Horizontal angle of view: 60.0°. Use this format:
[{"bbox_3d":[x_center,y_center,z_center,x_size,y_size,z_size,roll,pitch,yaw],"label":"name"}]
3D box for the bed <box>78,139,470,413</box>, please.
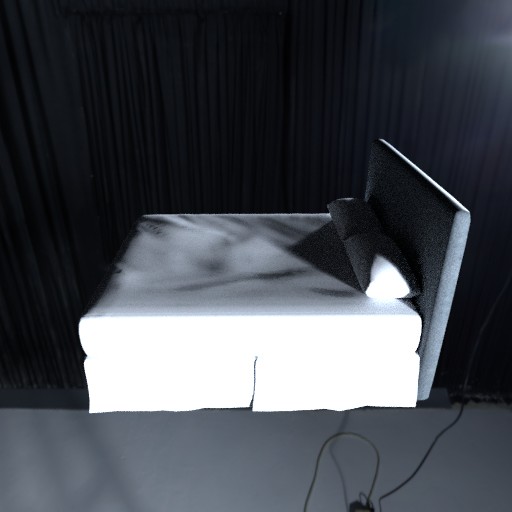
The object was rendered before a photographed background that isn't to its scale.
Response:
[{"bbox_3d":[0.000,0.000,3.188,2.142,1.330,1.713,0,27,-1],"label":"bed"}]
